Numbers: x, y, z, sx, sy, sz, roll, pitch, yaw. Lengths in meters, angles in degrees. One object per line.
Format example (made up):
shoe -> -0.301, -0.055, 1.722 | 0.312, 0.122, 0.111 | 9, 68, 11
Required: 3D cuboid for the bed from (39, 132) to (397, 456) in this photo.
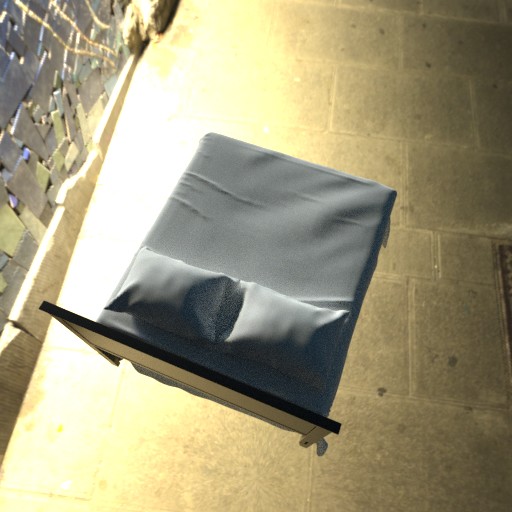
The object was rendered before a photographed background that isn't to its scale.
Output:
bed -> 0.000, 0.000, 3.182 | 1.870, 1.270, 2.050 | 20, 65, 10
